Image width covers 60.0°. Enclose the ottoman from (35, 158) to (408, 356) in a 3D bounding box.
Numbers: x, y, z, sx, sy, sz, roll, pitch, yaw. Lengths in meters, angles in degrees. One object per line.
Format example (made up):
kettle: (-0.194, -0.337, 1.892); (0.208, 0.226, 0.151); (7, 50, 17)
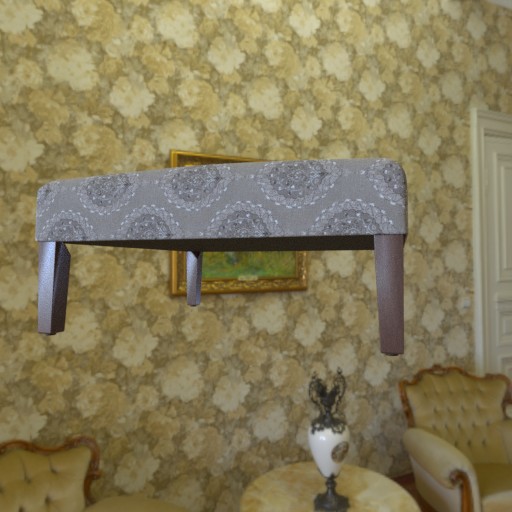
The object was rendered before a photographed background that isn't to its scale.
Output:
ottoman: (0.000, 0.000, 1.392); (0.890, 0.411, 0.889); (0, -1, 18)
